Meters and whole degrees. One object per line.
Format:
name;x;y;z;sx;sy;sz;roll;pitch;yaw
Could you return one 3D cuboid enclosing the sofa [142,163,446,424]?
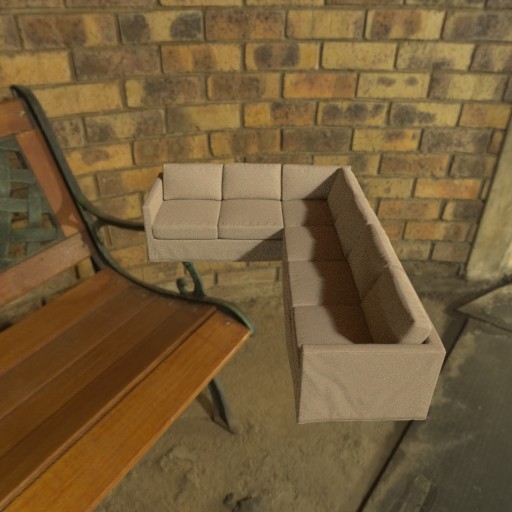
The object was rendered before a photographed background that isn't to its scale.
sofa;0.000;0.000;4.290;2.432;0.871;3.182;0;31;0
